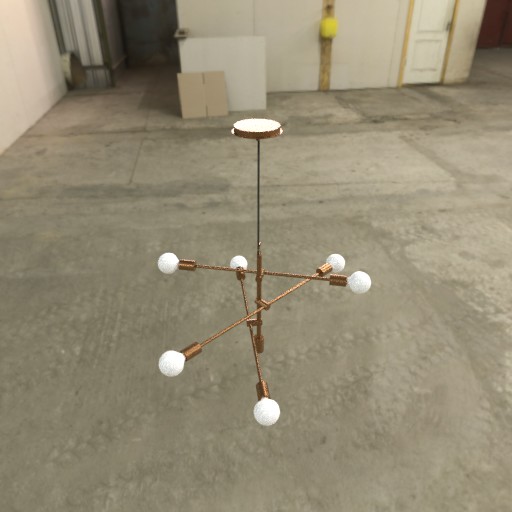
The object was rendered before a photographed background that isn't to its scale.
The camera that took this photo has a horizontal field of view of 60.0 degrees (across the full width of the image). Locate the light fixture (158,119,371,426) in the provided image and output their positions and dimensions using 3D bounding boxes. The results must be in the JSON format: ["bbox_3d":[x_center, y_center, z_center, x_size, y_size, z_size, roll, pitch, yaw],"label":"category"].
[{"bbox_3d":[0.000,0.000,1.257,0.637,0.744,0.682,11,34,18],"label":"light fixture"}]
